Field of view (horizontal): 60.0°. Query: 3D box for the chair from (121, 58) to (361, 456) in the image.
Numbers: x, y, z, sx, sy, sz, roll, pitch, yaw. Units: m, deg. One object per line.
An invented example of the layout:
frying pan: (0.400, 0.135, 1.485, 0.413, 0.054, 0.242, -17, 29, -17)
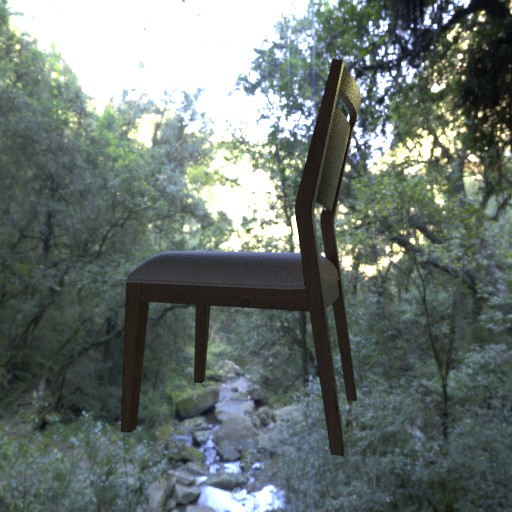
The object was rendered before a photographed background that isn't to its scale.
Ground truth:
chair: (0.000, 0.000, 1.329, 0.610, 0.939, 0.497, 0, 1, 17)
